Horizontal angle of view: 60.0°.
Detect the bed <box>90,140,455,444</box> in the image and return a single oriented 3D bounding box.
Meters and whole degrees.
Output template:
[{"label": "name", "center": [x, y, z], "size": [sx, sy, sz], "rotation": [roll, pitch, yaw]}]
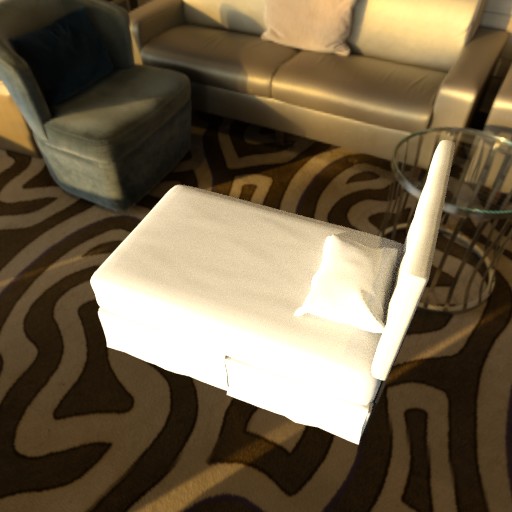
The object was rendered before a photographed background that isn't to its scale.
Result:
[{"label": "bed", "center": [0.000, 0.000, 2.952], "size": [1.997, 1.571, 1.261], "rotation": [17, 48, 16]}]
